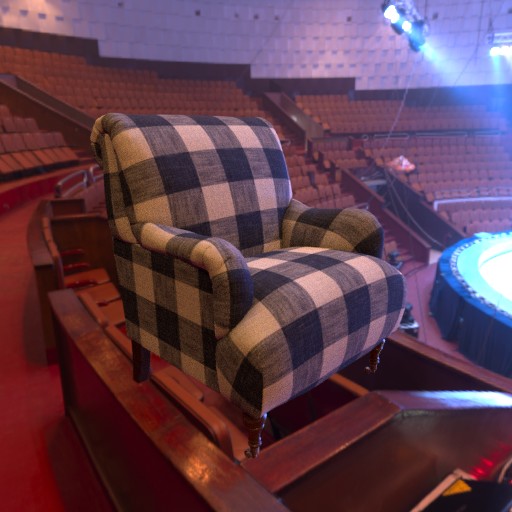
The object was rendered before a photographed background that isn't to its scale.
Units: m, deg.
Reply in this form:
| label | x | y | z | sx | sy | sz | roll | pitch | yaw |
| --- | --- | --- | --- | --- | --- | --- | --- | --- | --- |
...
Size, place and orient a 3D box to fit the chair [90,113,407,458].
| label | x | y | z | sx | sy | sz | roll | pitch | yaw |
| --- | --- | --- | --- | --- | --- | --- | --- | --- | --- |
| chair | 0.000 | 0.000 | 1.552 | 0.848 | 0.953 | 0.781 | 15 | 22 | 43 |
